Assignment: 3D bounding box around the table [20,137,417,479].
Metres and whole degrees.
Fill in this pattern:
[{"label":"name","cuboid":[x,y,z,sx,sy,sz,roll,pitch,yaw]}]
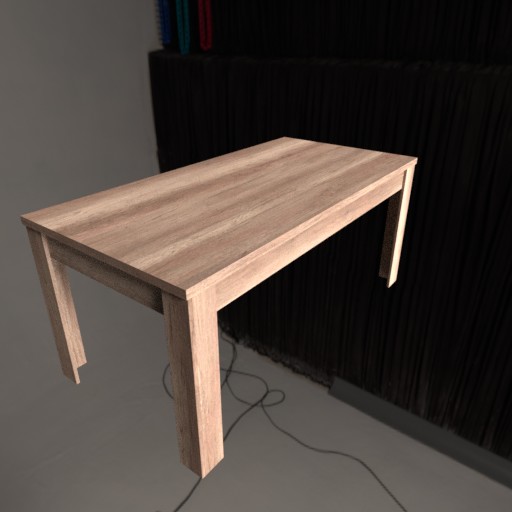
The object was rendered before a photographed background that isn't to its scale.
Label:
[{"label":"table","cuboid":[0.000,0.000,2.270,0.900,0.790,1.800,19,33,33]}]
